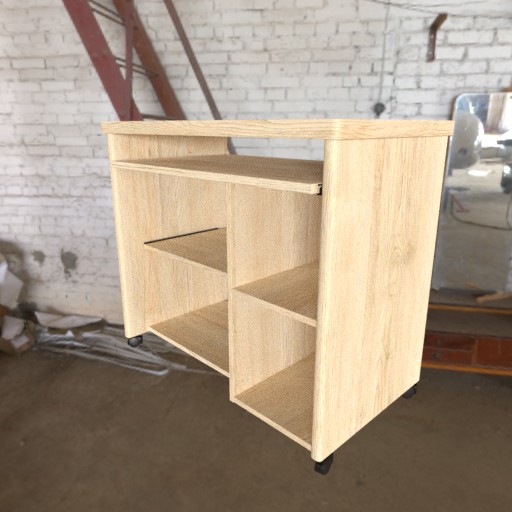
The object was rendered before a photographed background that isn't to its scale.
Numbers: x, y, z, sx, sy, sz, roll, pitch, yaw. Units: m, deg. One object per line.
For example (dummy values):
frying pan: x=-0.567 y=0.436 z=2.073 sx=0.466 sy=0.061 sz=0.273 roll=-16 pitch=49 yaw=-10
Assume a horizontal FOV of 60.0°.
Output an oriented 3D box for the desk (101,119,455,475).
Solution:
desk: x=0.000 y=0.000 z=1.322 sx=0.480 sy=0.770 sz=0.885 roll=-16 pitch=23 yaw=-42
